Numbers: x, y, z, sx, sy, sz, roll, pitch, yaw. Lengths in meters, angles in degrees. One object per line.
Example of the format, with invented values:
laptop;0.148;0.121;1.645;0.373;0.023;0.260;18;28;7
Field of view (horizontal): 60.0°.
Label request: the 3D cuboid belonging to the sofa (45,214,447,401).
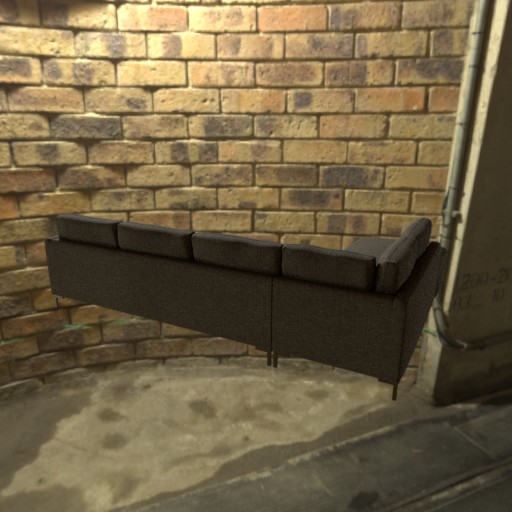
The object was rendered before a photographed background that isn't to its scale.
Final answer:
sofa;0.000;0.000;3.884;2.949;0.815;2.007;9;19;27
